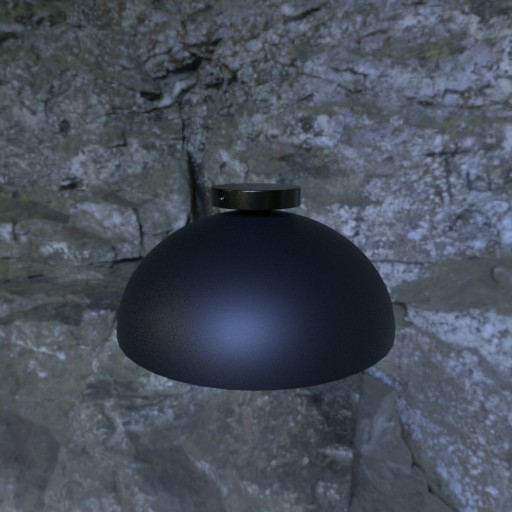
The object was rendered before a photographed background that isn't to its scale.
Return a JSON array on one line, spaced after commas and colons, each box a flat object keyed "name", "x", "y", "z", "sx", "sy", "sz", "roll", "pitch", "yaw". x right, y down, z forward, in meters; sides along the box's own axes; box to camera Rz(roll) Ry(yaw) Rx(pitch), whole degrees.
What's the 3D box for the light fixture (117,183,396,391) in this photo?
[{"name": "light fixture", "x": 0.000, "y": 0.000, "z": 0.570, "sx": 0.355, "sy": 0.177, "sz": 0.355, "roll": 0, "pitch": 13, "yaw": 0}]
